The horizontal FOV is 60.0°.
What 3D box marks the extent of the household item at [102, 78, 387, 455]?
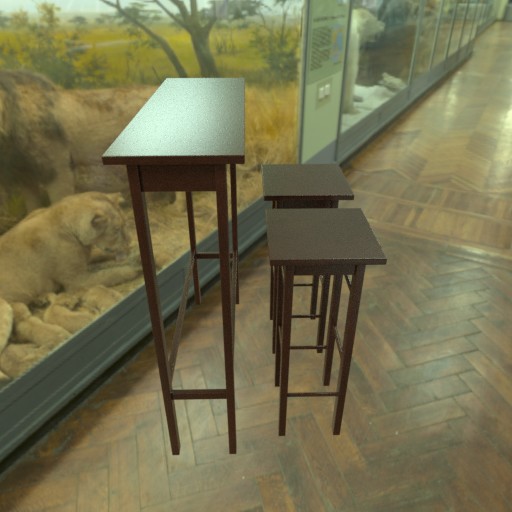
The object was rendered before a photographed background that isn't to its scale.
[{"bbox_3d":[0.000,0.000,1.615,0.676,1.067,0.914,-1,32,-1],"label":"household item"}]
